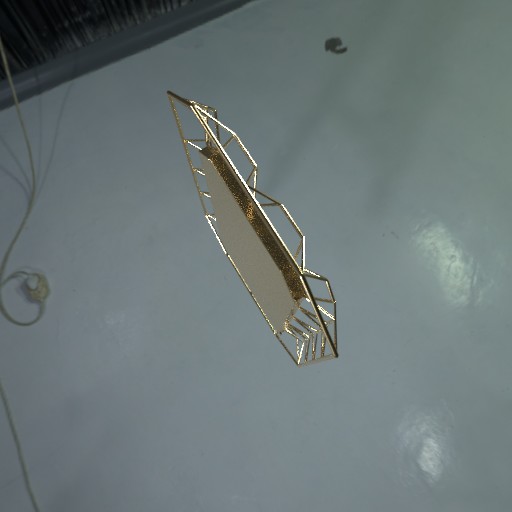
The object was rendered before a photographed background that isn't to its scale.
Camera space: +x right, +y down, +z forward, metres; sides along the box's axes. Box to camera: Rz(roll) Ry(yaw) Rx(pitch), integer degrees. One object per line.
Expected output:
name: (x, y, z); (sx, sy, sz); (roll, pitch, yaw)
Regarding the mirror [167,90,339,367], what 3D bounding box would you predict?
mirror: (0.000, 0.000, 1.079); (0.051, 0.870, 0.572); (-30, 77, -8)
